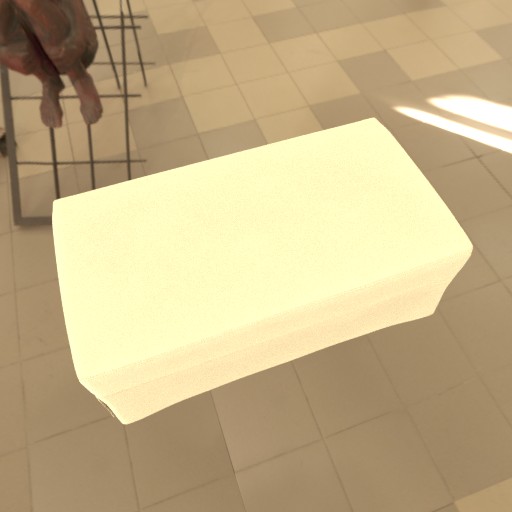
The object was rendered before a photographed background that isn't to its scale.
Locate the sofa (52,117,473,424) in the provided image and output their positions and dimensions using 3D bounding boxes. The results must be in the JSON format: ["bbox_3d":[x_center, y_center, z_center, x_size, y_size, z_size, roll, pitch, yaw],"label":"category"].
[{"bbox_3d":[0.000,0.000,2.095,1.677,0.552,0.939,-17,59,-11],"label":"sofa"}]
